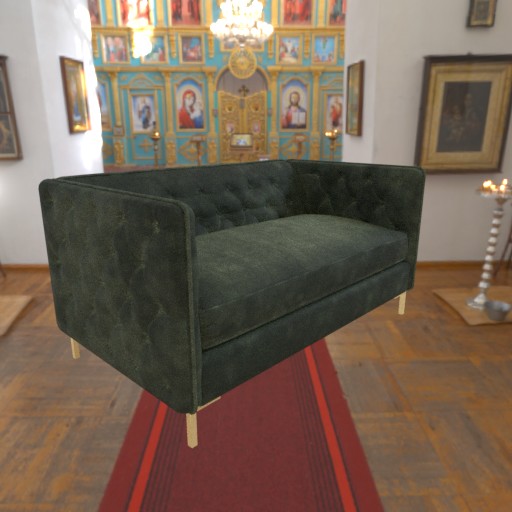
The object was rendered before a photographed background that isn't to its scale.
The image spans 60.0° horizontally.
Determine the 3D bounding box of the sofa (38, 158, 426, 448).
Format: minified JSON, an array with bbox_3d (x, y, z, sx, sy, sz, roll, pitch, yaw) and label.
[{"bbox_3d":[0.000,0.000,2.020,0.895,0.768,1.537,15,22,42],"label":"sofa"}]
